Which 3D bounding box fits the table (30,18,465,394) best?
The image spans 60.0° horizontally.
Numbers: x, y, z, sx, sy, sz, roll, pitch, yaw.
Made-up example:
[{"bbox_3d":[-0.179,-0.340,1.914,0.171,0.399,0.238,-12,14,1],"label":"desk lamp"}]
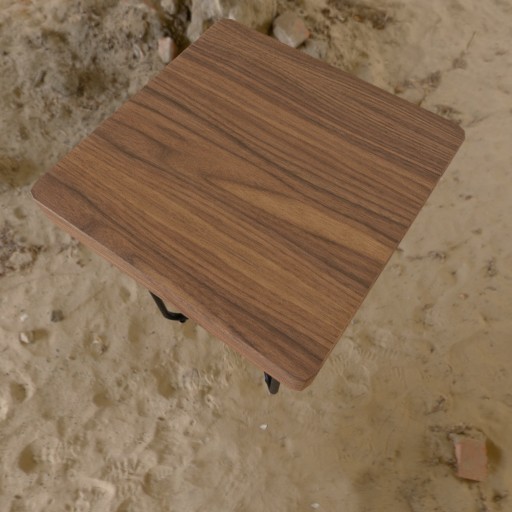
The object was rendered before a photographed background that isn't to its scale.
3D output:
[{"bbox_3d":[0.000,0.000,0.947,0.480,0.641,0.479,32,68,15],"label":"table"}]
